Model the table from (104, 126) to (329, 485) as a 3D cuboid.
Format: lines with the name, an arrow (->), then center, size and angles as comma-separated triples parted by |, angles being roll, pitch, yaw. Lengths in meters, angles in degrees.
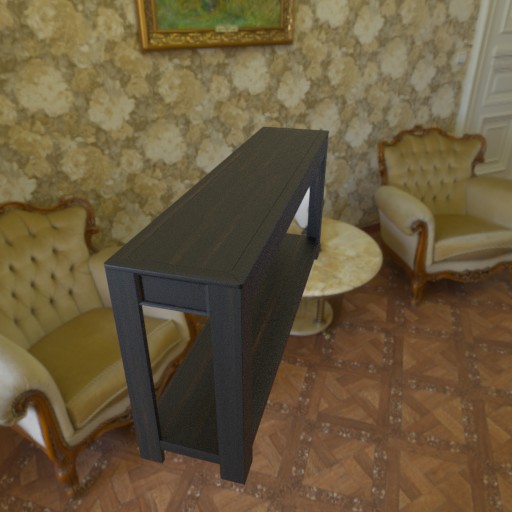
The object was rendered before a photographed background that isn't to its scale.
table -> 0.000, 0.000, 1.971 | 0.384, 0.762, 1.631 | 8, 30, 14
